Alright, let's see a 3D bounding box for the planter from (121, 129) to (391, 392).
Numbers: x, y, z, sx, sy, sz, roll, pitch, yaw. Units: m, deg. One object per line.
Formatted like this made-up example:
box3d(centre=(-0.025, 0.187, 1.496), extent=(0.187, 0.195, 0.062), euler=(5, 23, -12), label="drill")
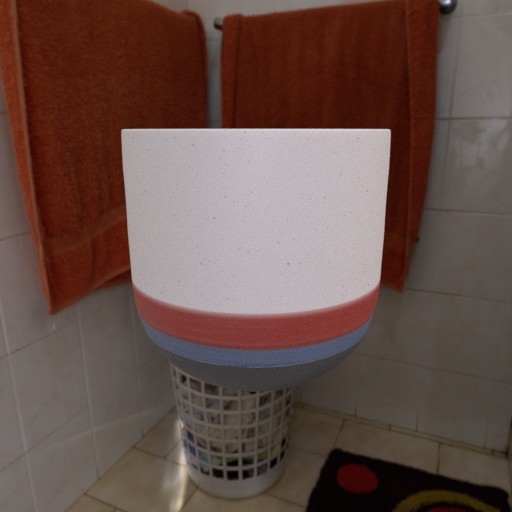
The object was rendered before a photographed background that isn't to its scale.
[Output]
box3d(centre=(0.000, 0.000, 0.491), extent=(0.268, 0.270, 0.268), euler=(0, 16, 0), label="planter")
